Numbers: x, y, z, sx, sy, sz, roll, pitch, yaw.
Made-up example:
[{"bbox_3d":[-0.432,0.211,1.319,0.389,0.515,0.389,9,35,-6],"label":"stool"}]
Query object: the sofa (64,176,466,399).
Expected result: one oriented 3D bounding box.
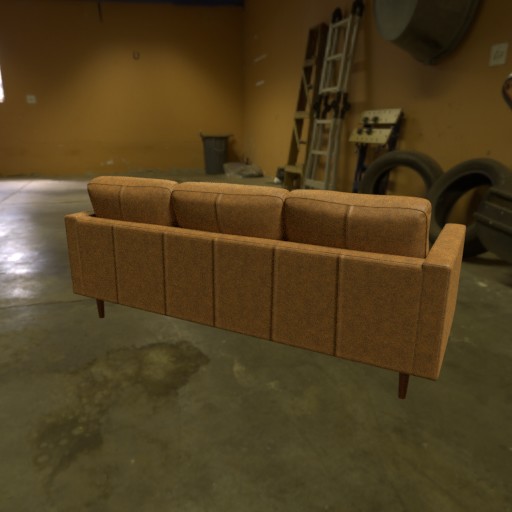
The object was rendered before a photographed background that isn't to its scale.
[{"bbox_3d":[0.000,0.000,2.692,2.231,0.930,0.903,8,18,27],"label":"sofa"}]
